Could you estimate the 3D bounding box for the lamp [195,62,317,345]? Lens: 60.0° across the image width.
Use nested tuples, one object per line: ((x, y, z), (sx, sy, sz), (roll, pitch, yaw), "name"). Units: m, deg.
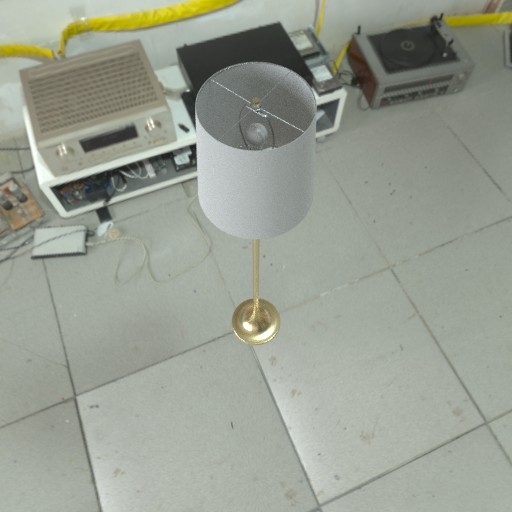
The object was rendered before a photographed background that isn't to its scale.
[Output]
((0.000, 0.000, 1.680), (0.337, 1.543, 0.337), (0, 63, 0), "lamp")
